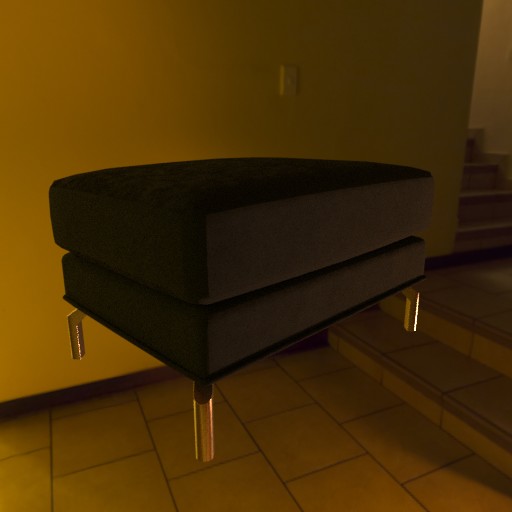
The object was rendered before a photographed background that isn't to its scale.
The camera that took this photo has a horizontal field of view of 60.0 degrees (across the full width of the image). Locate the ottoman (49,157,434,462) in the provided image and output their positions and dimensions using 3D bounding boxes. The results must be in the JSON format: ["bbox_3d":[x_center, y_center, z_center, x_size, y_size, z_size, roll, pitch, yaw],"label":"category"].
[{"bbox_3d":[0.000,0.000,1.177,0.835,0.498,0.587,-15,21,-43],"label":"ottoman"}]
